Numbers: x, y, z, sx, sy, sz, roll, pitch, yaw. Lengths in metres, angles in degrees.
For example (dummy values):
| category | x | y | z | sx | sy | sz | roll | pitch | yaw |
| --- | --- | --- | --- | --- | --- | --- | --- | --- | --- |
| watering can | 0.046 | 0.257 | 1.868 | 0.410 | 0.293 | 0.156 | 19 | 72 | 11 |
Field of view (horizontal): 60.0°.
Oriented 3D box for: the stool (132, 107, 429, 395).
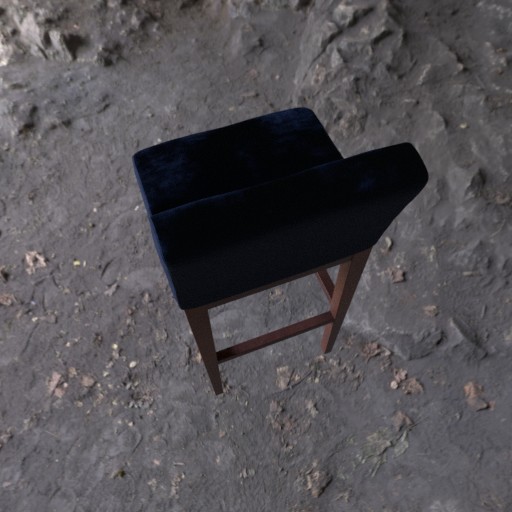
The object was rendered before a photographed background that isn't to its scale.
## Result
| category | x | y | z | sx | sy | sz | roll | pitch | yaw |
| --- | --- | --- | --- | --- | --- | --- | --- | --- | --- |
| stool | 0.000 | 0.000 | 1.291 | 0.511 | 1.037 | 0.500 | -18 | 60 | -11 |
